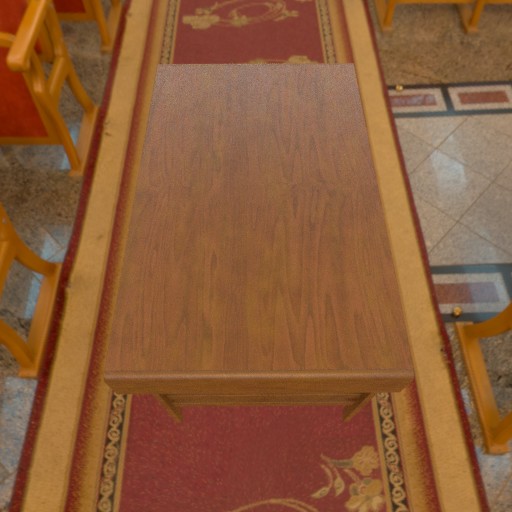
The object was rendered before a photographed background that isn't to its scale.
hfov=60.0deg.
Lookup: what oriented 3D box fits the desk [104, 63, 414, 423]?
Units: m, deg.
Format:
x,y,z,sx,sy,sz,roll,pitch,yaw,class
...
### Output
x,y,z,sx,sy,sz,roll,pitch,yaw,class
0.000,0.000,1.528,0.660,0.754,1.066,0,59,0,desk
